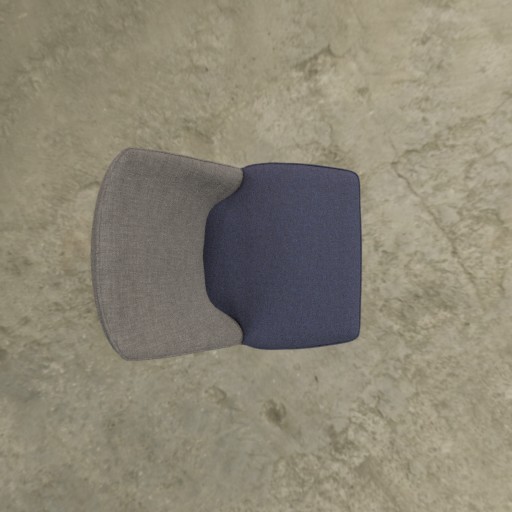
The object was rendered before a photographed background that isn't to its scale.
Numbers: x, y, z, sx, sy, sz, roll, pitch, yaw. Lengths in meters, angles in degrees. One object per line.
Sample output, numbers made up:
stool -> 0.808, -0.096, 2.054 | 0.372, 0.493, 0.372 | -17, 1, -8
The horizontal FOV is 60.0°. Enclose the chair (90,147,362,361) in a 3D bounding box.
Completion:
chair -> 0.000, 0.000, 1.151 | 0.550, 0.855, 0.488 | 0, 89, 1
